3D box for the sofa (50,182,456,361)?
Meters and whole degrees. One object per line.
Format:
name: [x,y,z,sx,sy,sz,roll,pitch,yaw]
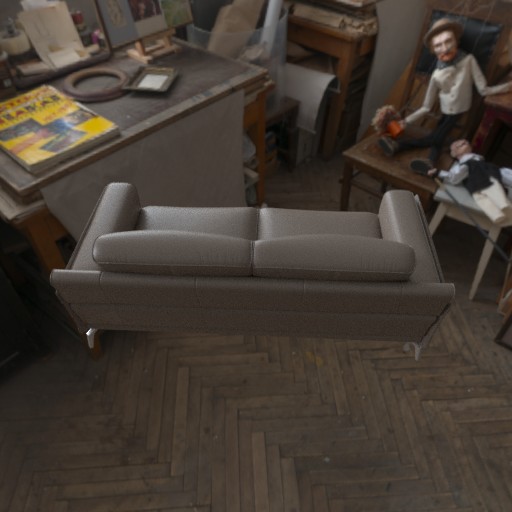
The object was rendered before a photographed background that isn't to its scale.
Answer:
sofa: [0.000,0.000,2.680,2.101,0.930,1.049,2,46,2]
